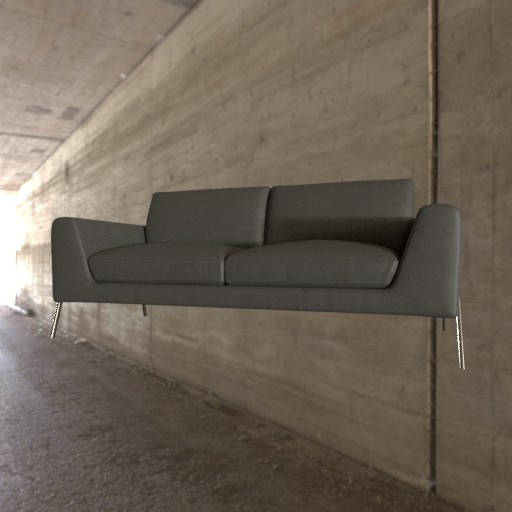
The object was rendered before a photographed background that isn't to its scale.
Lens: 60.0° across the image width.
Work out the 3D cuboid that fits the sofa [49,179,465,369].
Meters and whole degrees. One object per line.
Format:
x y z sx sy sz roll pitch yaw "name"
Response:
0.000 0.000 2.472 2.017 0.875 0.953 0 0 19 "sofa"
